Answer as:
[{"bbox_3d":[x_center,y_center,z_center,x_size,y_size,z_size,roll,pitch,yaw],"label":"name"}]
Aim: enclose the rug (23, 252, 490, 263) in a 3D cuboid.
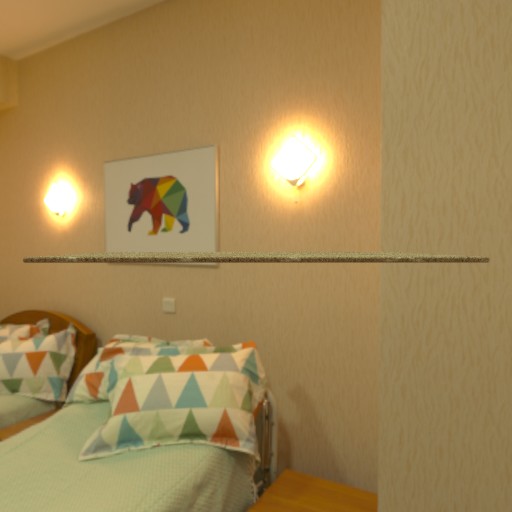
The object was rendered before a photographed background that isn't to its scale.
[{"bbox_3d":[0.000,0.000,3.059,2.438,0.030,1.524,0,2,-1],"label":"rug"}]
